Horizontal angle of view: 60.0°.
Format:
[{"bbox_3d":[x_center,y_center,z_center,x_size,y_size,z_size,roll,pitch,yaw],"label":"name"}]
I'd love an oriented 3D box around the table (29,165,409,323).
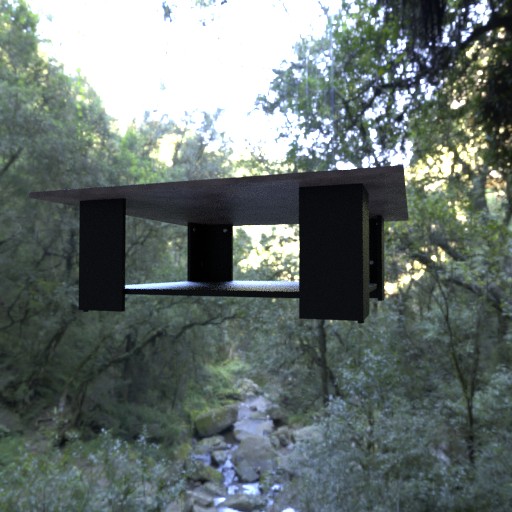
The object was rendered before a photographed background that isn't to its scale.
[{"bbox_3d":[0.000,0.000,1.375,0.890,0.305,0.890,-1,-2,20],"label":"table"}]
